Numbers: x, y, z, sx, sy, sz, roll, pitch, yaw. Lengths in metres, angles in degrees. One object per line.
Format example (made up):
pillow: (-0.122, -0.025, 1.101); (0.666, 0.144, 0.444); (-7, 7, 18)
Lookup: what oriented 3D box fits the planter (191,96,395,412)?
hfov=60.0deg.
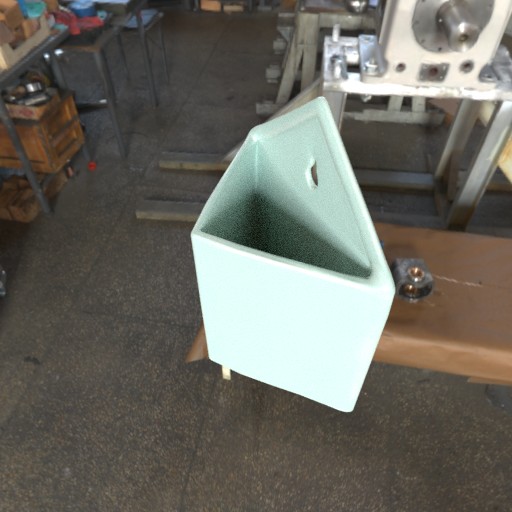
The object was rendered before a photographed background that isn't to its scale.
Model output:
planter: (0.000, 0.000, 0.281); (0.079, 0.197, 0.164); (-19, 50, -17)
